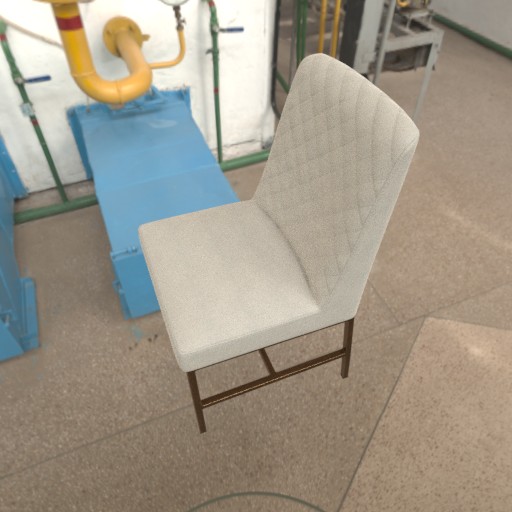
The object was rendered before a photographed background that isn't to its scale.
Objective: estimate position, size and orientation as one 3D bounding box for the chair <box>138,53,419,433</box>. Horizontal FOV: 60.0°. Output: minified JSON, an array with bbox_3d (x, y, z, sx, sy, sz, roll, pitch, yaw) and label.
[{"bbox_3d":[0.000,0.000,1.277,0.597,0.933,0.503,-16,48,-15],"label":"chair"}]
